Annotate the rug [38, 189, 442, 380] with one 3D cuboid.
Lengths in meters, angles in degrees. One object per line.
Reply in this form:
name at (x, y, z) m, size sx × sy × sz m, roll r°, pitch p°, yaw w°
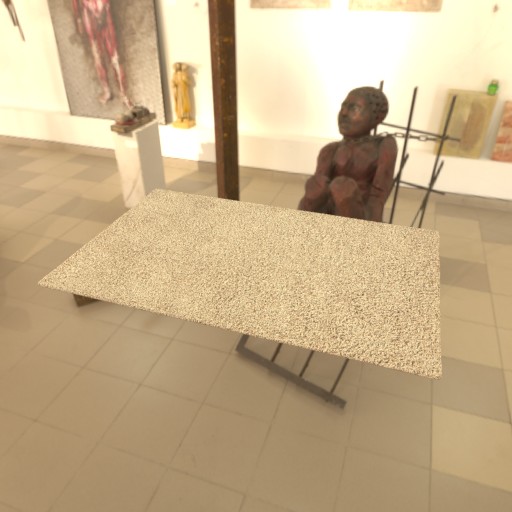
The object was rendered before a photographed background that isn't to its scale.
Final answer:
rug at (0.000, 0.000, 3.106) m, size 2.438 × 0.030 × 1.524 m, roll 10°, pitch 34°, yaw 16°
